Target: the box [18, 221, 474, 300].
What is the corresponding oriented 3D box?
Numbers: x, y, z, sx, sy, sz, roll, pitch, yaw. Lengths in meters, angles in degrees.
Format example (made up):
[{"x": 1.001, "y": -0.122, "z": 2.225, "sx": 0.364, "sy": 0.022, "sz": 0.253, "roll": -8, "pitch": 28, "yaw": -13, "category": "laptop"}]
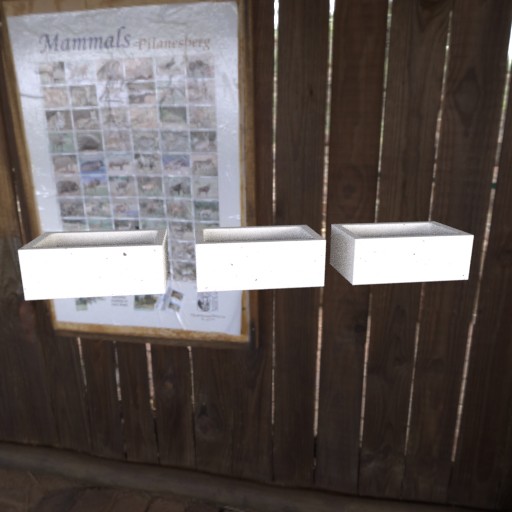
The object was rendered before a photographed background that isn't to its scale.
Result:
[{"x": 0.000, "y": 0.000, "z": 0.490, "sx": 0.461, "sy": 0.051, "sz": 0.082, "roll": -2, "pitch": 15, "yaw": -8, "category": "box"}]
